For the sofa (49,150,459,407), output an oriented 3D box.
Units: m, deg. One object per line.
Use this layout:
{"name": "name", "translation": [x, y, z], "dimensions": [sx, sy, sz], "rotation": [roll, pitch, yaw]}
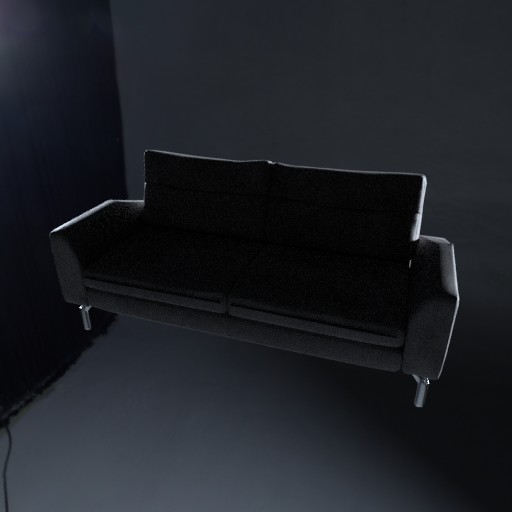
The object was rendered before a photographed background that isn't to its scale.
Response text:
{"name": "sofa", "translation": [0.000, 0.000, 2.275], "dimensions": [1.837, 0.859, 0.849], "rotation": [9, 28, 17]}
